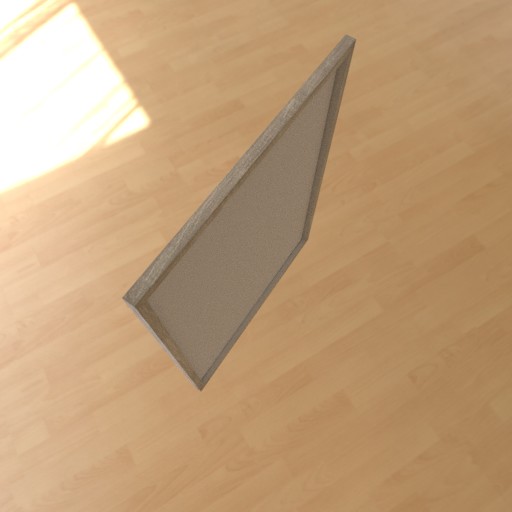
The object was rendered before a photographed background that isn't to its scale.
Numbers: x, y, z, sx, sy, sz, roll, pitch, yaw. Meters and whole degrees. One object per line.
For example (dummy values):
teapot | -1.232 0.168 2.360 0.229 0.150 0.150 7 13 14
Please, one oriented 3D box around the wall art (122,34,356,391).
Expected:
wall art | 0.000 0.000 1.353 0.035 1.022 0.781 31 69 14
